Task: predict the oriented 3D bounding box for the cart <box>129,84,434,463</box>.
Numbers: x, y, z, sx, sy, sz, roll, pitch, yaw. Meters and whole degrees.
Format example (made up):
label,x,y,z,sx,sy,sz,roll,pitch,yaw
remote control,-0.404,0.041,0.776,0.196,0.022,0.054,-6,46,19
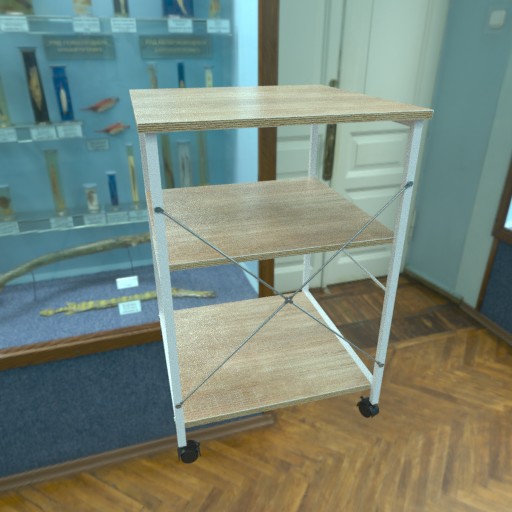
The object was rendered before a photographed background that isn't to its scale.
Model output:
label,x,y,z,sx,sy,sz,roll,pitch,yaw
cart,0.000,0.000,1.128,0.521,0.762,0.520,-7,27,-14
